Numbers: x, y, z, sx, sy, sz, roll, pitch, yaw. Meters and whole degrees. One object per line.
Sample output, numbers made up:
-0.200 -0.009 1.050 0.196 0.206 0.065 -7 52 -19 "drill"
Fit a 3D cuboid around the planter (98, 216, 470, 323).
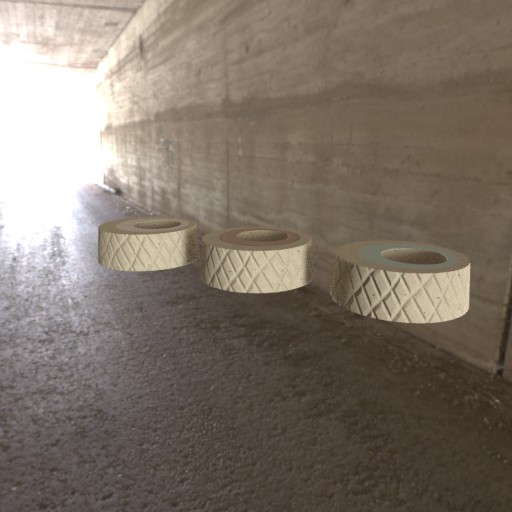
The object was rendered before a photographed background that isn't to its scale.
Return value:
0.000 0.000 0.442 0.390 0.038 0.114 8 17 27 "planter"
